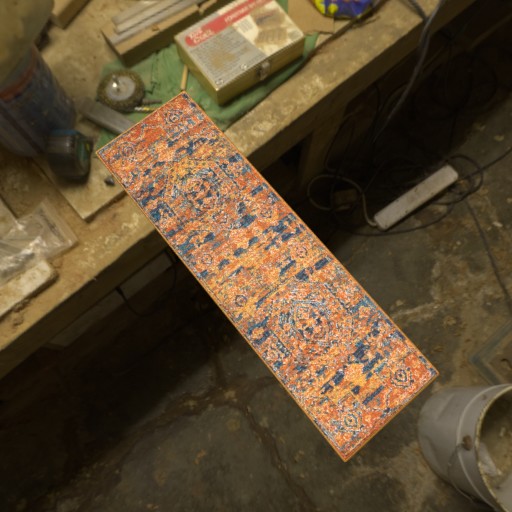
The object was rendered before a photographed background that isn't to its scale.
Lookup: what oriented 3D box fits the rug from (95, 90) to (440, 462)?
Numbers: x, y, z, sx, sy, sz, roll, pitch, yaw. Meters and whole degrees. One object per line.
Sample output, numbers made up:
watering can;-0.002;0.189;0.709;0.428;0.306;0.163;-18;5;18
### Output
rug;0.000;0.000;2.041;0.556;0.013;1.820;-39;78;-9
